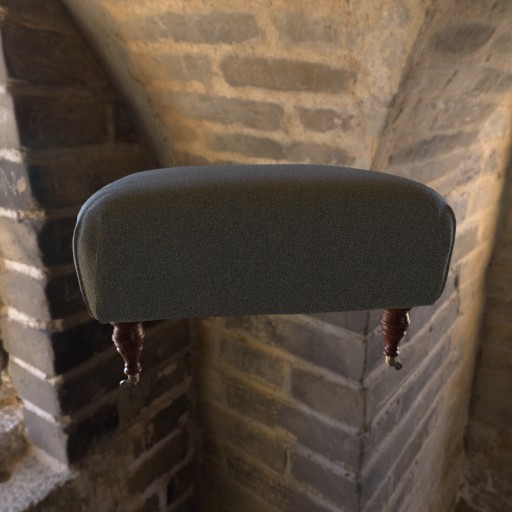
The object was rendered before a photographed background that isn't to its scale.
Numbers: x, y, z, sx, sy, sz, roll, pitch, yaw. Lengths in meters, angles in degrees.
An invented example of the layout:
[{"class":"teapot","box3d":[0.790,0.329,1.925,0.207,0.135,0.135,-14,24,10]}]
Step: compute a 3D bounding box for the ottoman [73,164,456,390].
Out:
[{"class":"ottoman","box3d":[0.000,0.000,1.115,0.747,0.450,0.622,-2,14,-8]}]
